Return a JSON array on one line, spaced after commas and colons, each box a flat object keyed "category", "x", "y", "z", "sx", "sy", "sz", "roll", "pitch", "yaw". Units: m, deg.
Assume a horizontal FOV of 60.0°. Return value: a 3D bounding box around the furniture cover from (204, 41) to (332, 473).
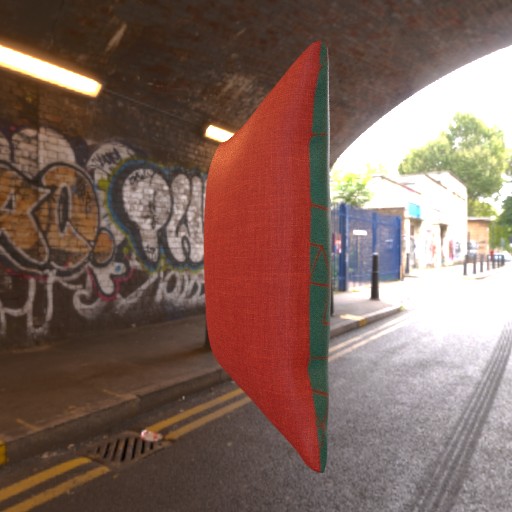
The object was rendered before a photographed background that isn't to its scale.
[{"category": "furniture cover", "x": 0.000, "y": 0.000, "z": 0.763, "sx": 0.158, "sy": 0.508, "sz": 0.517, "roll": 0, "pitch": 1, "yaw": -17}]
